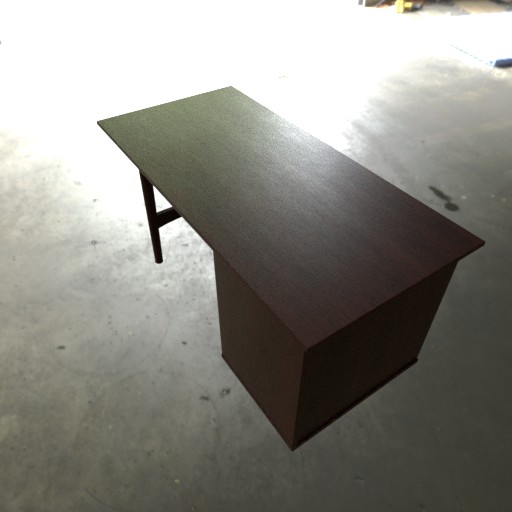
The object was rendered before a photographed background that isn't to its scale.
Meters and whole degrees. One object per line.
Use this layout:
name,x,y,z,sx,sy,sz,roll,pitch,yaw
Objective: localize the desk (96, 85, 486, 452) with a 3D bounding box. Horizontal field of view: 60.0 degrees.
desk,0.000,0.000,1.699,0.612,0.758,1.277,-25,48,-25
